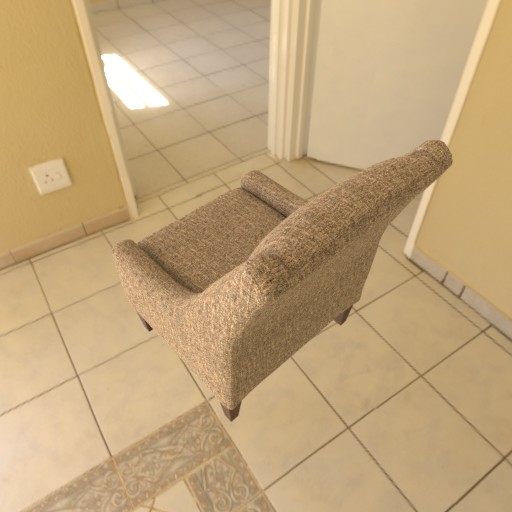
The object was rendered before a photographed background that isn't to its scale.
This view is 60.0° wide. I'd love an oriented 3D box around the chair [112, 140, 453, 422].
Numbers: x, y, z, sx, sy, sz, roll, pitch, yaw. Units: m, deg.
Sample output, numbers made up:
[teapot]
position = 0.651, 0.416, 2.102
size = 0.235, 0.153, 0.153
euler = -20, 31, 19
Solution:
[chair]
position = 0.000, 0.000, 1.644
size = 0.774, 1.014, 0.870
euler = -34, 55, -28
